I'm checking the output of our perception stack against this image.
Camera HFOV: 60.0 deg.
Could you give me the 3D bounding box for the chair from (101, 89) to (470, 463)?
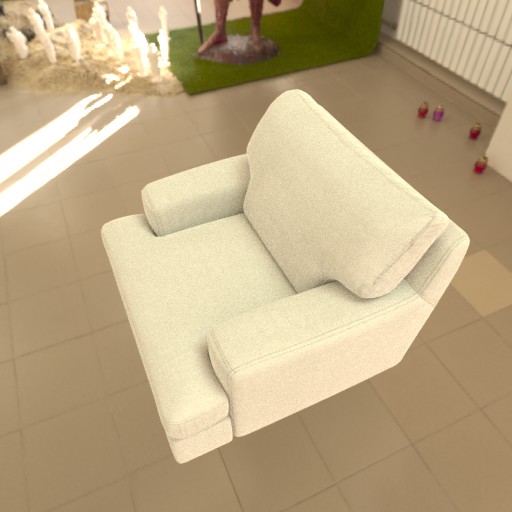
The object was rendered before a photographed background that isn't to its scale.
[{"bbox_3d":[0.000,0.000,1.898,1.158,0.930,1.140,-19,50,-17],"label":"chair"}]
